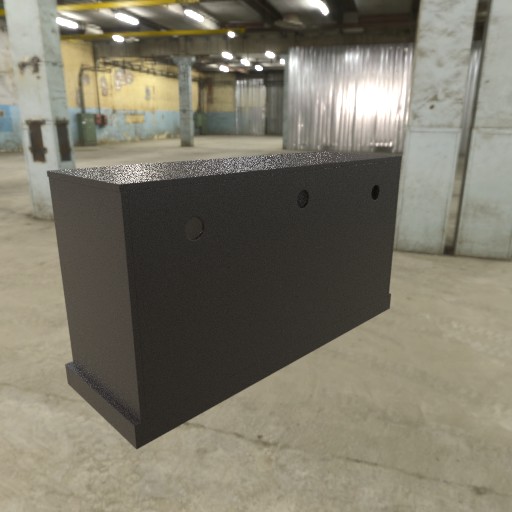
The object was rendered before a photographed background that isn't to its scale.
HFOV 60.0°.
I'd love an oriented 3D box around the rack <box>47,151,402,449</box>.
[{"bbox_3d":[0.000,0.000,1.519,1.206,0.635,0.399,-16,23,-42],"label":"rack"}]
